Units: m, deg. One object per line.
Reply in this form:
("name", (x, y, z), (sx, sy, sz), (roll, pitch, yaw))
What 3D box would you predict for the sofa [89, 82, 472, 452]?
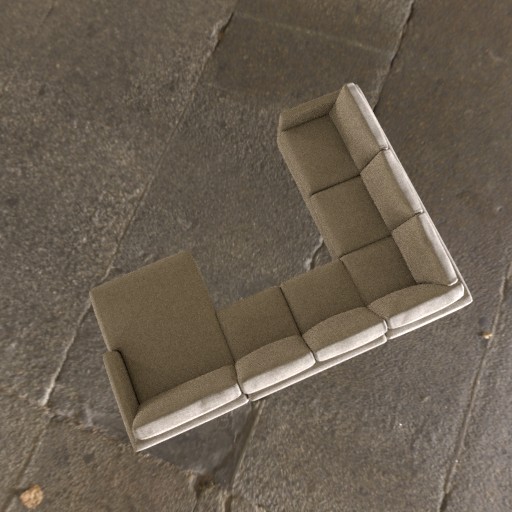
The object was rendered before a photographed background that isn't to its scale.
("sofa", (0.000, 0.000, 4.568), (3.460, 0.959, 2.593), (-23, 78, -5))
